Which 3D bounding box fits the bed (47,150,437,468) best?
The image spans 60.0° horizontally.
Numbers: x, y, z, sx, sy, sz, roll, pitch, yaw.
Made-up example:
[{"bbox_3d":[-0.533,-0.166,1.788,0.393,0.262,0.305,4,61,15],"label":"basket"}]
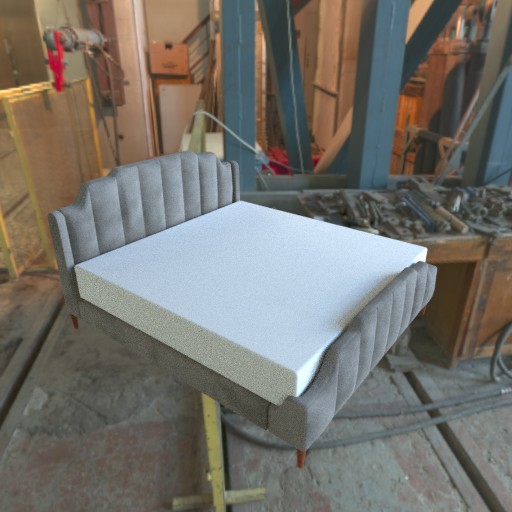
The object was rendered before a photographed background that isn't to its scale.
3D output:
[{"bbox_3d":[0.000,0.000,3.544,2.340,1.245,2.074,18,31,34],"label":"bed"}]
